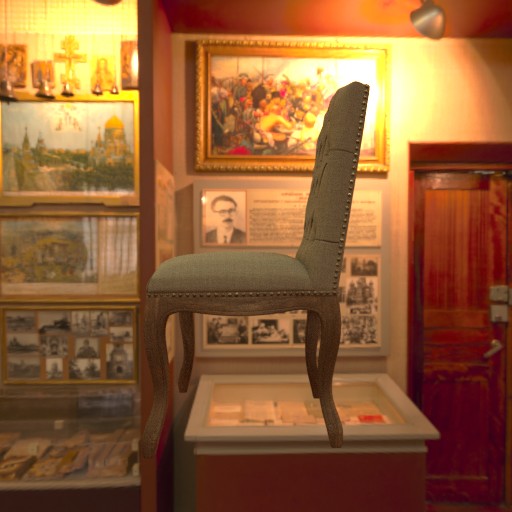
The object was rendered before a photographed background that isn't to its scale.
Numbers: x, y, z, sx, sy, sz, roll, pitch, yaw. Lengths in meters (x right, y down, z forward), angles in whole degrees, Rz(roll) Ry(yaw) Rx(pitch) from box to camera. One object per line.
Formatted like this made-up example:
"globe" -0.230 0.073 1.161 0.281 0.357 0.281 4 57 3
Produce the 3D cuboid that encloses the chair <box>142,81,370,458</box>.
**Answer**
"chair" 0.000 0.000 1.618 0.731 1.191 0.637 0 1 0
